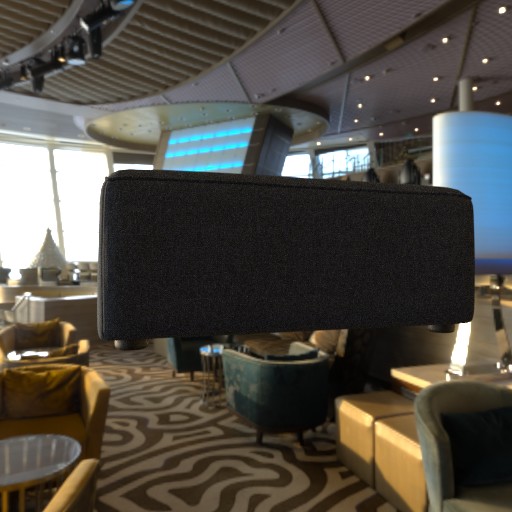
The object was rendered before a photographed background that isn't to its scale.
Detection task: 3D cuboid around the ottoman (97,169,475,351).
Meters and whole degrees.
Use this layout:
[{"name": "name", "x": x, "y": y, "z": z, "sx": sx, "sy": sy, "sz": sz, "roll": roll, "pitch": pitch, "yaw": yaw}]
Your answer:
[{"name": "ottoman", "x": 0.000, "y": 0.000, "z": 1.547, "sx": 1.000, "sy": 0.439, "sz": 1.000, "roll": 0, "pitch": -1, "yaw": -17}]
